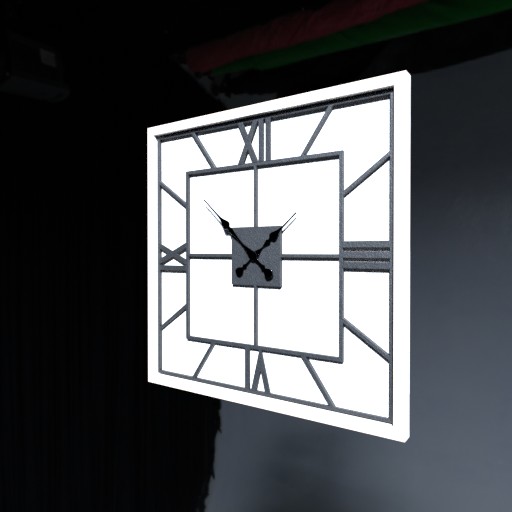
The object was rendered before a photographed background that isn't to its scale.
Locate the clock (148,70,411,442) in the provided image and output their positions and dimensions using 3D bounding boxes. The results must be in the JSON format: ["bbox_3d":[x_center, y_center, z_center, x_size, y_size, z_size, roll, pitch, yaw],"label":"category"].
[{"bbox_3d":[0.000,0.000,1.049,0.705,0.705,0.032,0,1,34],"label":"clock"}]
